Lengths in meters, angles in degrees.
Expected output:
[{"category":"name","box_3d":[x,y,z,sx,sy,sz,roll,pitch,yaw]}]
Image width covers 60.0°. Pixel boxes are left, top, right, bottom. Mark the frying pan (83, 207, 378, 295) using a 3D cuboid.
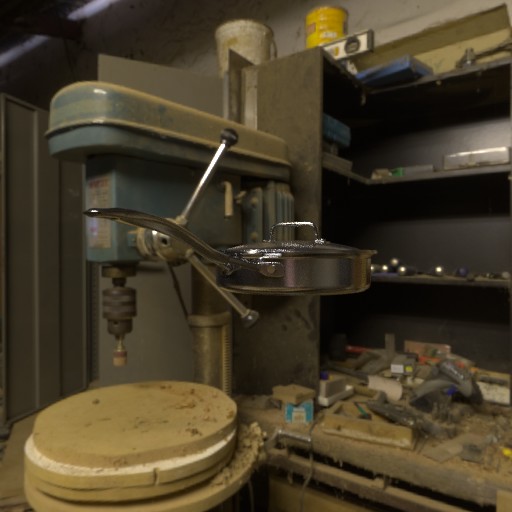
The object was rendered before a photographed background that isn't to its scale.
[{"category":"frying pan","box_3d":[0.000,0.000,0.670,0.280,0.114,0.561,0,0,37]}]
